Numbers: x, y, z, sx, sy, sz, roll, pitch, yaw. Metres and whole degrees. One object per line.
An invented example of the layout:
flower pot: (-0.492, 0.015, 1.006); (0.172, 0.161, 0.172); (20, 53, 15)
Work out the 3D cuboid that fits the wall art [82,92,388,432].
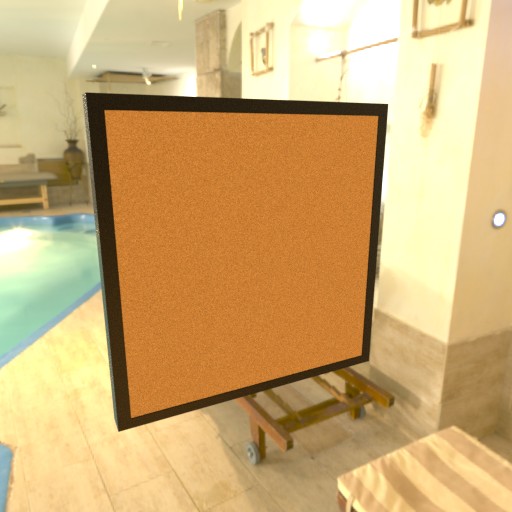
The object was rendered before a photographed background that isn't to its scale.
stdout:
wall art: (0.000, 0.000, 0.759); (0.506, 0.506, 0.038); (-8, 17, -26)
